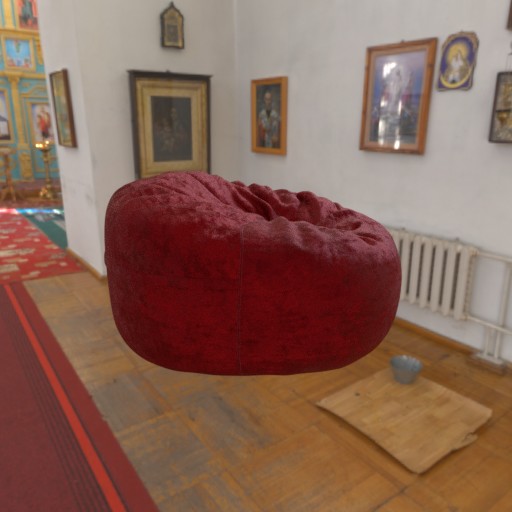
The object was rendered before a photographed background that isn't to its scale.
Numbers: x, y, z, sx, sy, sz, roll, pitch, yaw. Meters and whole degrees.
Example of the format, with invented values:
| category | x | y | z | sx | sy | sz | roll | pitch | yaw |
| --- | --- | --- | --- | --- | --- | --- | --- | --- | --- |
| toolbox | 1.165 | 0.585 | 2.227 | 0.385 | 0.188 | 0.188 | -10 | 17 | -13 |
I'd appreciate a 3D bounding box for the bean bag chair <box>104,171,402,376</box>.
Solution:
| category | x | y | z | sx | sy | sz | roll | pitch | yaw |
| --- | --- | --- | --- | --- | --- | --- | --- | --- | --- |
| bean bag chair | 0.000 | 0.000 | 2.424 | 1.524 | 0.878 | 1.524 | 2 | 15 | 9 |
